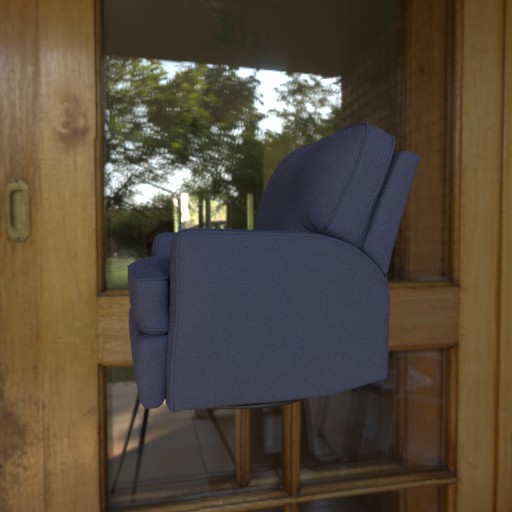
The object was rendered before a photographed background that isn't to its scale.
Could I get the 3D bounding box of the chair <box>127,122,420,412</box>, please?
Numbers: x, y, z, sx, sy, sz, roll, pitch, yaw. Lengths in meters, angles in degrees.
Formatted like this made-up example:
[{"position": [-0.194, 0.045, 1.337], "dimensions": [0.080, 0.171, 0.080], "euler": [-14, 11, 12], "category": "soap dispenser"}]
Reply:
[{"position": [0.000, 0.000, 1.747], "dimensions": [0.964, 0.962, 0.861], "euler": [-1, 2, -17], "category": "chair"}]
